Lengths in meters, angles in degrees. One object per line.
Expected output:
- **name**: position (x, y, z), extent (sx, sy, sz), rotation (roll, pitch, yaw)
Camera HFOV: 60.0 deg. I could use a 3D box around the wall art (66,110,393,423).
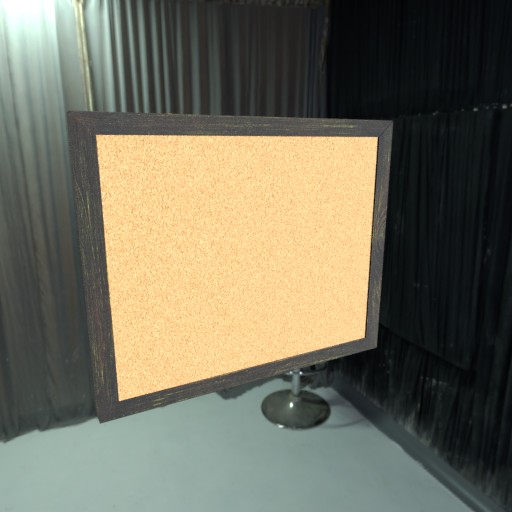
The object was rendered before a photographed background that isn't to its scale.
- **wall art**: position (0.000, 0.000, 0.763), extent (0.558, 0.457, 0.032), rotation (-7, 16, -27)
